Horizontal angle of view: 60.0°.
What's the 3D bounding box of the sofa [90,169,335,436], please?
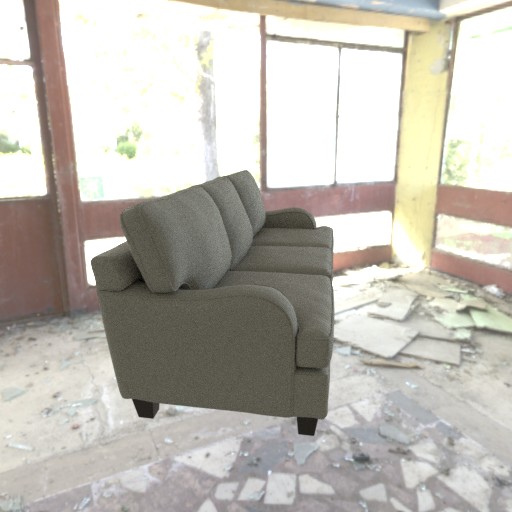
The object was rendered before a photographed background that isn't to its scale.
[{"bbox_3d":[0.000,0.000,2.901,1.016,0.997,2.323,2,15,9],"label":"sofa"}]
